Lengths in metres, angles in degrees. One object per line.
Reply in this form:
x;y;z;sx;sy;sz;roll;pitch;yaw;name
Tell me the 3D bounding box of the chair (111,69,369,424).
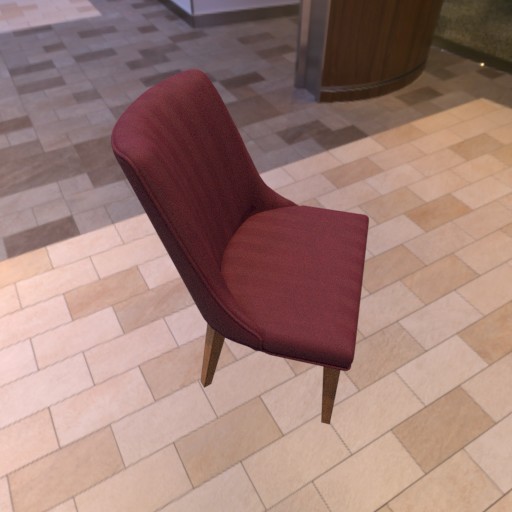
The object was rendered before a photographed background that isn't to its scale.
0.000;0.000;1.322;0.638;0.916;0.548;10;48;10;chair
